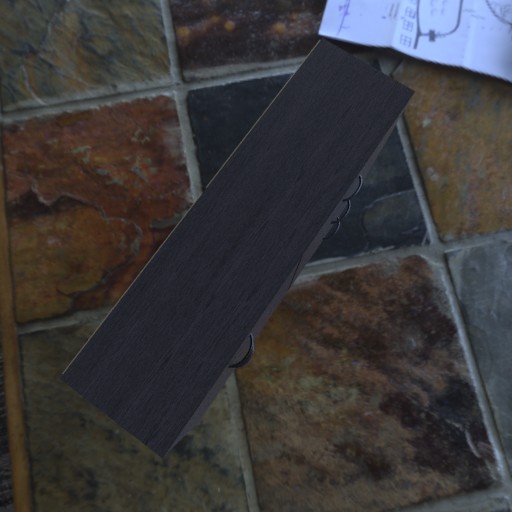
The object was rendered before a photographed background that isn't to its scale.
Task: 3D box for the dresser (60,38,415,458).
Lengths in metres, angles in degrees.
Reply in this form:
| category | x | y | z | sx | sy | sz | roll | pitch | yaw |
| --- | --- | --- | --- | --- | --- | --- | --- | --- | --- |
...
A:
| category | x | y | z | sx | sy | sz | roll | pitch | yaw |
| --- | --- | --- | --- | --- | --- | --- | --- | --- | --- |
| dresser | 0.000 | 0.000 | 1.712 | 0.401 | 0.755 | 1.360 | 34 | 78 | 8 |
